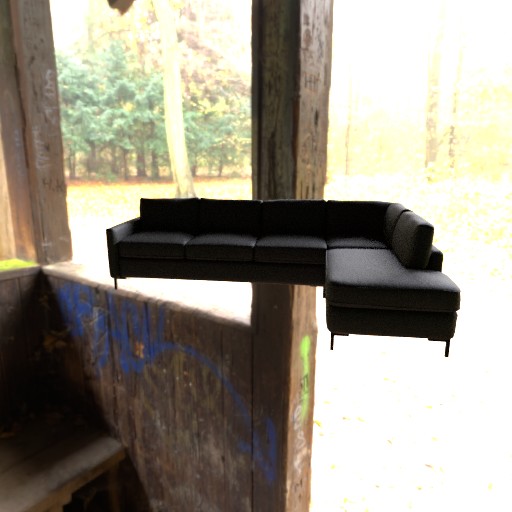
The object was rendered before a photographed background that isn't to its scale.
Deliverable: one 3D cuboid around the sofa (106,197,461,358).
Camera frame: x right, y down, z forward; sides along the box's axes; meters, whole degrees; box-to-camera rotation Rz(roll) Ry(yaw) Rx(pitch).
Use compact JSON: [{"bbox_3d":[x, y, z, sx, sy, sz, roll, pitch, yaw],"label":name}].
[{"bbox_3d":[0.000,0.000,3.964,2.972,0.858,1.984,2,14,8],"label":"sofa"}]
